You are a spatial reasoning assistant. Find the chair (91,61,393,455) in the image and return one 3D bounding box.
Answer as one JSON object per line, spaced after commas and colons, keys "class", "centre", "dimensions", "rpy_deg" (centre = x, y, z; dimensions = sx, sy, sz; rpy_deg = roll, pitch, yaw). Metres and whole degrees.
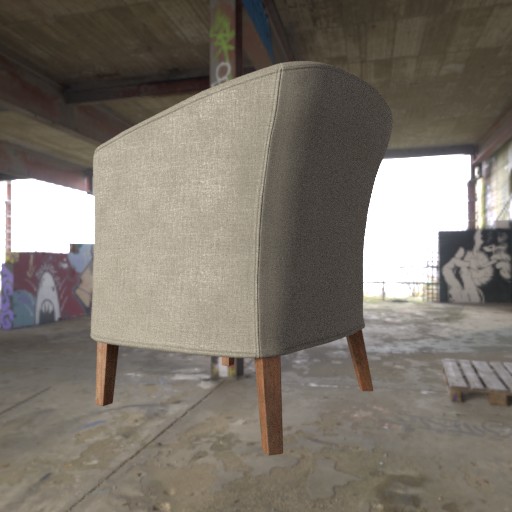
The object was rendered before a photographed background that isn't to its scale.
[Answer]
{"class": "chair", "centre": [0.000, 0.000, 1.198], "dimensions": [0.668, 0.771, 0.600], "rpy_deg": [0, -1, 35]}
